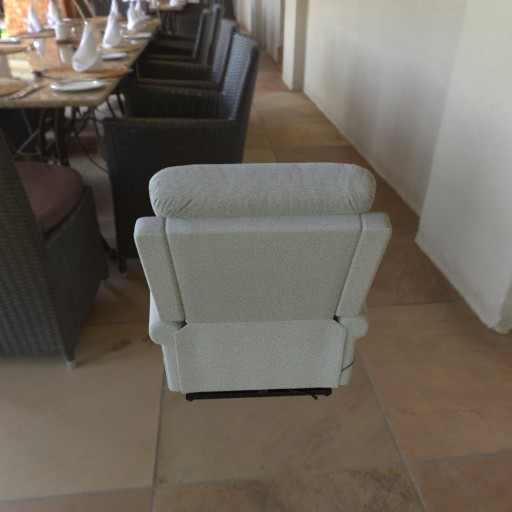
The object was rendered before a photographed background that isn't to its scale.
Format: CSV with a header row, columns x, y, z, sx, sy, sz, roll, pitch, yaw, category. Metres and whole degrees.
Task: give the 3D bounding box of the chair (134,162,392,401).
x,y,z,sx,sy,sz,roll,pitch,yaw,category
0.000,0.000,1.749,0.871,1.031,0.979,-1,32,-2,chair
